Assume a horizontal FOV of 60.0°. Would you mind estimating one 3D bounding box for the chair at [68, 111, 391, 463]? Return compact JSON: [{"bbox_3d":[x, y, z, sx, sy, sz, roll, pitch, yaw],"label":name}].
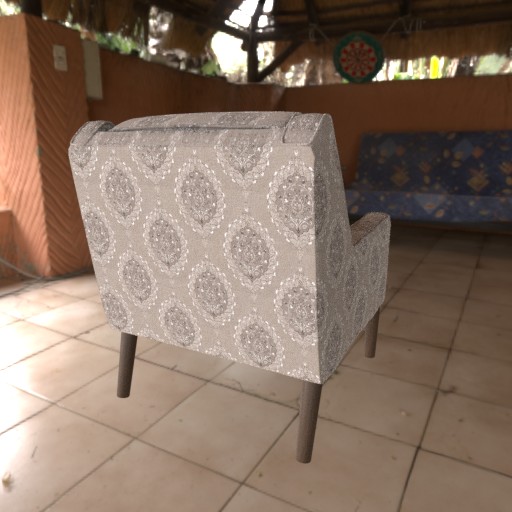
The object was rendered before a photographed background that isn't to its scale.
[{"bbox_3d":[0.000,0.000,1.333,0.665,0.797,0.750,8,16,27],"label":"chair"}]
